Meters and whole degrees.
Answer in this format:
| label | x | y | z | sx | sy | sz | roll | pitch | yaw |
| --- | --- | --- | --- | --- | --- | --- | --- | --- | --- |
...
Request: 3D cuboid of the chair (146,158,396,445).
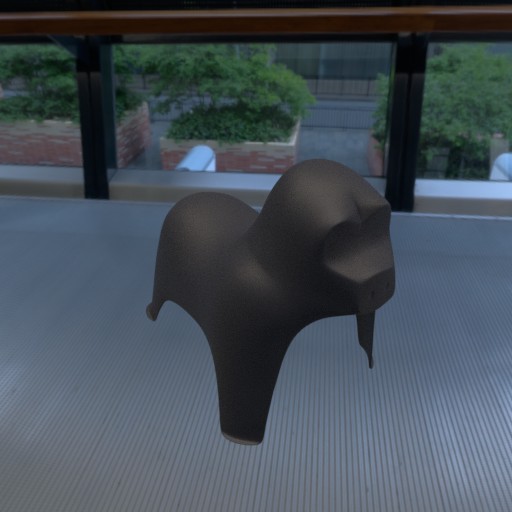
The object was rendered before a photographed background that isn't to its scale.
| label | x | y | z | sx | sy | sz | roll | pitch | yaw |
| --- | --- | --- | --- | --- | --- | --- | --- | --- | --- |
| chair | 0.000 | 0.000 | 1.127 | 0.490 | 0.600 | 0.758 | -21 | 37 | -31 |
